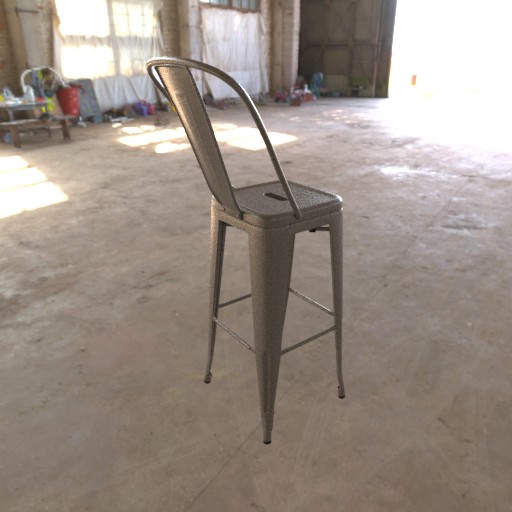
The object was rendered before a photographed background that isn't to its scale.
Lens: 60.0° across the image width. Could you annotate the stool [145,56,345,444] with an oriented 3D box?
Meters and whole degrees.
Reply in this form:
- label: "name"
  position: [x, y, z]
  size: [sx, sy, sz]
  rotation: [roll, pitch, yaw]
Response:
- label: "stool"
  position: [0.000, 0.000, 1.336]
  size: [0.513, 1.096, 0.399]
  rotation: [-17, 29, -33]
